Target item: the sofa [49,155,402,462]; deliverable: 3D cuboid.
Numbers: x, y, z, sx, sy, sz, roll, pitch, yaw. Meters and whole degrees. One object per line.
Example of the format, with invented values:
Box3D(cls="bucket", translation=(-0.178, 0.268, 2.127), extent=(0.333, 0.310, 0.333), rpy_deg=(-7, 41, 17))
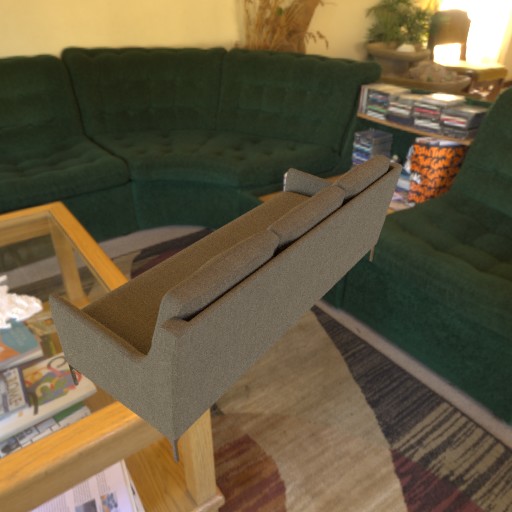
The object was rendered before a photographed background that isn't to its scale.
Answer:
Box3D(cls="sofa", translation=(0.000, 0.000, 2.526), extent=(0.849, 0.837, 2.060), rpy_deg=(21, 37, 30))
